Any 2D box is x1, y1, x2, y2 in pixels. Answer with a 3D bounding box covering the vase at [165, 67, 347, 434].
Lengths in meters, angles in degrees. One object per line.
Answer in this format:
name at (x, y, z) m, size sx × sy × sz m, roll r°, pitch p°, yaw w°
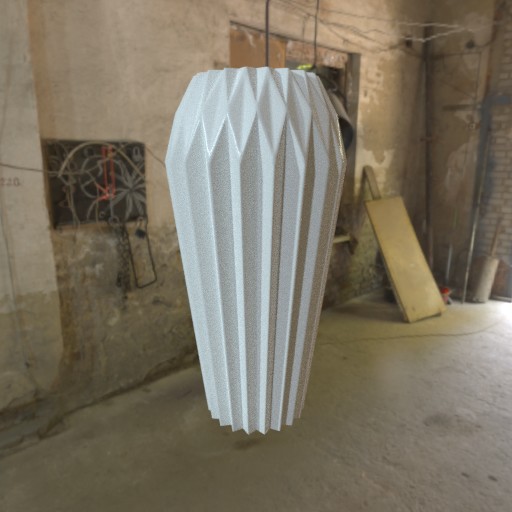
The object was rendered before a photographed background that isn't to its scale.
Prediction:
vase at (0.000, 0.000, 0.348) m, size 0.133 × 0.263 × 0.133 m, roll 0°, pitch 14°, yaw 0°
